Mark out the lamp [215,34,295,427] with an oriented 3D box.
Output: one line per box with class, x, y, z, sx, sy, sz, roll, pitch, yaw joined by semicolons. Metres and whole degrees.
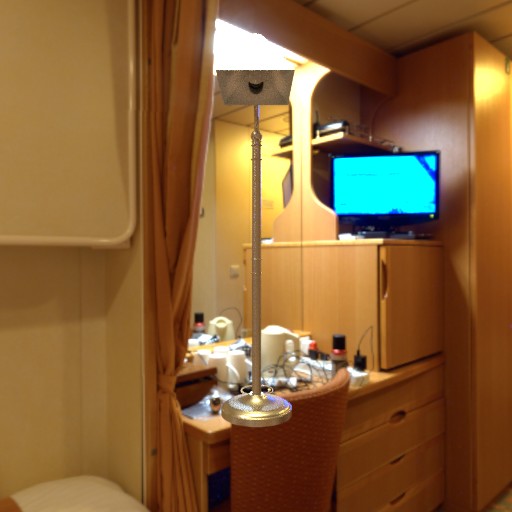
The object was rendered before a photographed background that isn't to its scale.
lamp;0.000;0.000;0.937;0.159;0.708;0.546;0;0;1
